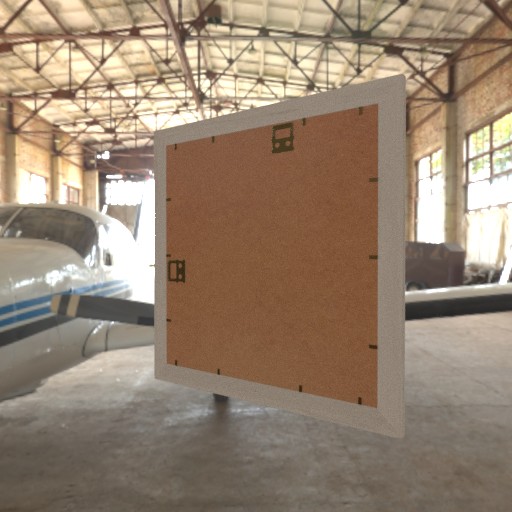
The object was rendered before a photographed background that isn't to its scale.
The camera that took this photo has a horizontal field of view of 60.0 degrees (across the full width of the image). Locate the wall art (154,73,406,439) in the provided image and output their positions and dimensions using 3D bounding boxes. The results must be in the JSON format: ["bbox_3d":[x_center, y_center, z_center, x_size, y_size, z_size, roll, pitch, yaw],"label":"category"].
[{"bbox_3d":[0.000,0.000,0.881,0.584,0.584,0.013,0,1,36],"label":"wall art"}]
